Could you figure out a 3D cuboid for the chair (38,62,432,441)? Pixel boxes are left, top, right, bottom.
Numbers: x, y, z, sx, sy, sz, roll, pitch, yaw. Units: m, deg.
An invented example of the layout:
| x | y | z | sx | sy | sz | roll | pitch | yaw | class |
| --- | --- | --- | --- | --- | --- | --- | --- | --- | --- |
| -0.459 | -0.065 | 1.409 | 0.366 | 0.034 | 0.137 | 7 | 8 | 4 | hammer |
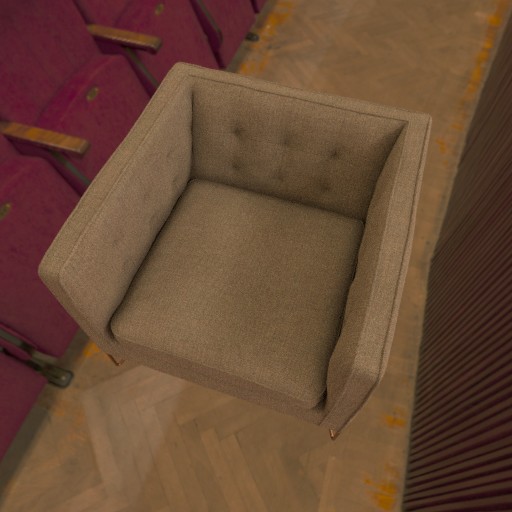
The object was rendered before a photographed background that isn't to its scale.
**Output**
| x | y | z | sx | sy | sz | roll | pitch | yaw | class |
| --- | --- | --- | --- | --- | --- | --- | --- | --- | --- |
| 0.000 | 0.000 | 1.584 | 0.920 | 0.799 | 0.912 | 16 | 59 | 10 | chair |
